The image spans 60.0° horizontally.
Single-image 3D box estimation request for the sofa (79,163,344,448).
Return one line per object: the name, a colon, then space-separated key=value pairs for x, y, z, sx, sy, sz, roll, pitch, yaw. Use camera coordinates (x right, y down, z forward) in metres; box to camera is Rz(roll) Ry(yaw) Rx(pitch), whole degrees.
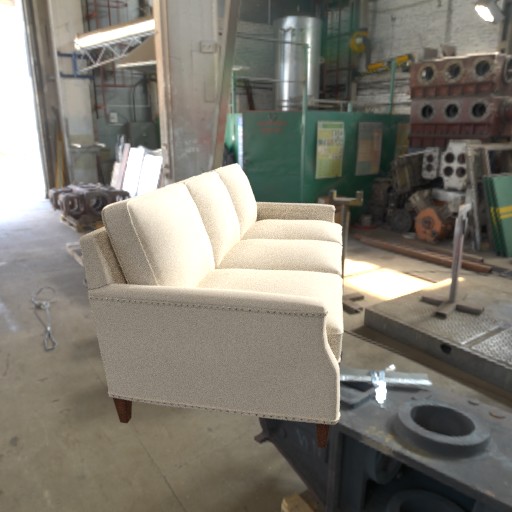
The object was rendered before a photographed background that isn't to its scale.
sofa: x=0.000 y=0.000 z=2.798 sx=1.084 sy=1.003 sz=2.246 roll=3 pitch=17 yaw=10
